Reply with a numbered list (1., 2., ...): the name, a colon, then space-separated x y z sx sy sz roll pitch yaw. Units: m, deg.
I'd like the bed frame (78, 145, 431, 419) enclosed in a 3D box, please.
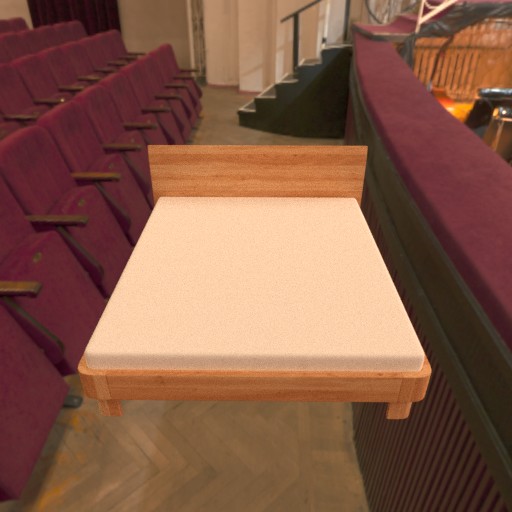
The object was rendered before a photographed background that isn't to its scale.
1. bed frame: 0.000 0.000 3.132 1.872 0.940 2.092 0 31 1
